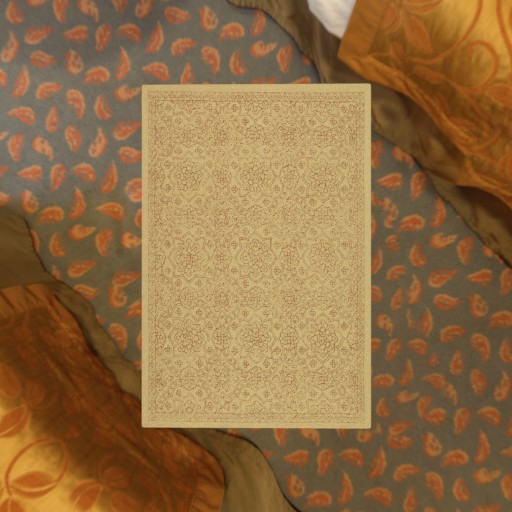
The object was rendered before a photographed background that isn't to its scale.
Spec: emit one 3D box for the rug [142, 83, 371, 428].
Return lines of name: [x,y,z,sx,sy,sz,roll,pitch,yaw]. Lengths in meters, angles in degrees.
rug: [0.000,0.000,2.359,1.219,0.010,1.829,0,90,1]
